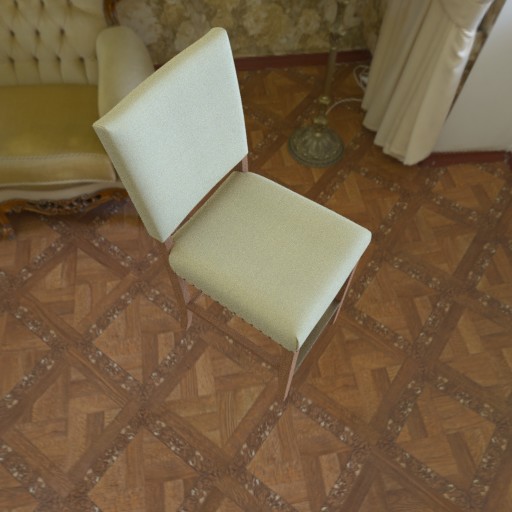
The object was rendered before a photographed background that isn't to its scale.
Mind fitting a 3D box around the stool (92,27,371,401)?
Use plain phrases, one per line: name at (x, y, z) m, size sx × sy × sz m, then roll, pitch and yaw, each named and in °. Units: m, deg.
stool at (0.000, 0.000, 1.451) m, size 0.584 × 1.168 × 0.445 m, roll 31°, pitch 64°, yaw 17°
